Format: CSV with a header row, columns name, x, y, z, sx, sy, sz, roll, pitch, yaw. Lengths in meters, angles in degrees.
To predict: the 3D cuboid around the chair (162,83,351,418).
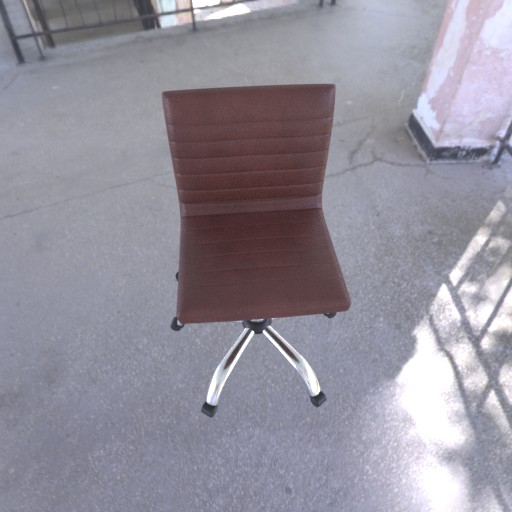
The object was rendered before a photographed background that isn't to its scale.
name,x,y,z,sx,sy,sz,roll,pitch,yaw
chair,0.000,0.000,1.163,0.556,0.780,0.530,-4,48,-4
